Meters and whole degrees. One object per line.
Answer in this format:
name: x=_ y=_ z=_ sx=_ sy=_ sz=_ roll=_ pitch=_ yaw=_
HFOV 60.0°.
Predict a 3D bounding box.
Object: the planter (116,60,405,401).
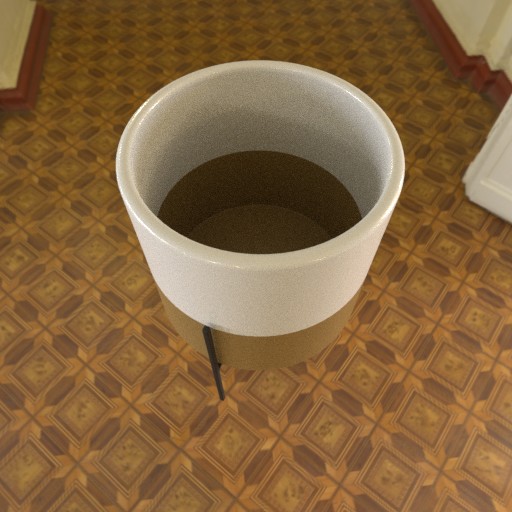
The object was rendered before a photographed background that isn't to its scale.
planter: x=0.000 y=0.000 z=0.644 sx=0.310 sy=0.432 sz=0.310 roll=33 pitch=63 yaw=19
